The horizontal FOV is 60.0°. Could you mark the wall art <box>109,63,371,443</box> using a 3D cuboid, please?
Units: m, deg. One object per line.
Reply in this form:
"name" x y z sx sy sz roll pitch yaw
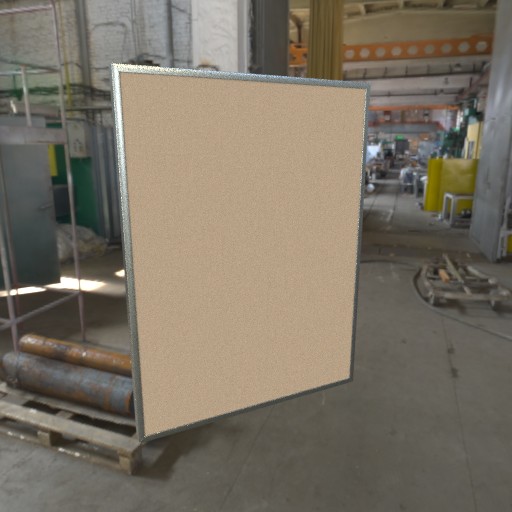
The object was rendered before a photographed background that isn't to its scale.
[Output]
"wall art" 0.000 0.000 1.393 0.803 1.062 0.041 -7 16 -26
